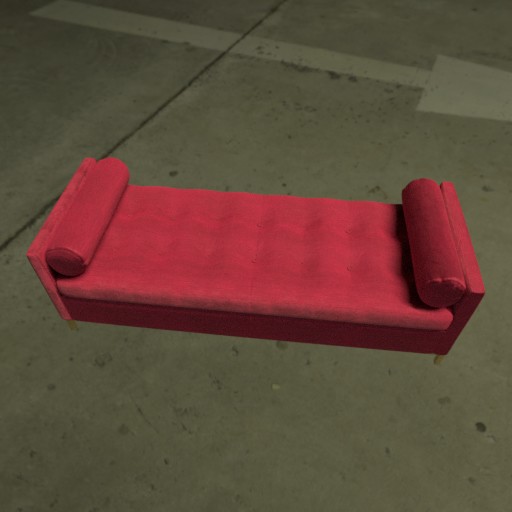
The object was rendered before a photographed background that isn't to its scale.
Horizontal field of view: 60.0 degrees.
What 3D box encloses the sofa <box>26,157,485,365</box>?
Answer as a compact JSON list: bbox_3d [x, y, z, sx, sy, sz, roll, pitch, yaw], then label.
[{"bbox_3d":[0.000,0.000,2.445,2.102,0.705,0.796,5,48,4],"label":"sofa"}]
